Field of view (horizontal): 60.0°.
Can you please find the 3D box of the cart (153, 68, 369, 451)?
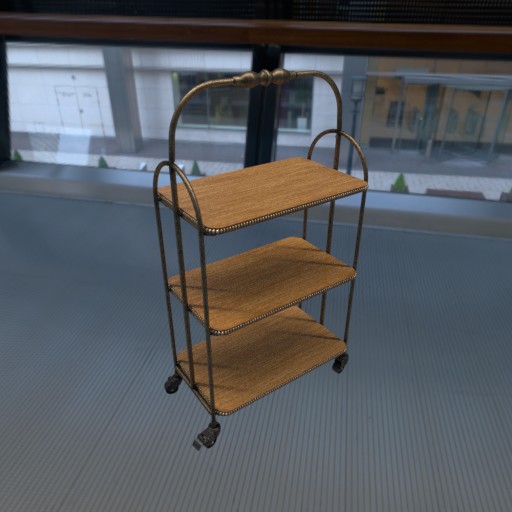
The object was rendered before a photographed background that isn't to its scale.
[{"bbox_3d":[0.000,0.000,1.352,0.650,1.052,0.330,-19,35,-30],"label":"cart"}]
